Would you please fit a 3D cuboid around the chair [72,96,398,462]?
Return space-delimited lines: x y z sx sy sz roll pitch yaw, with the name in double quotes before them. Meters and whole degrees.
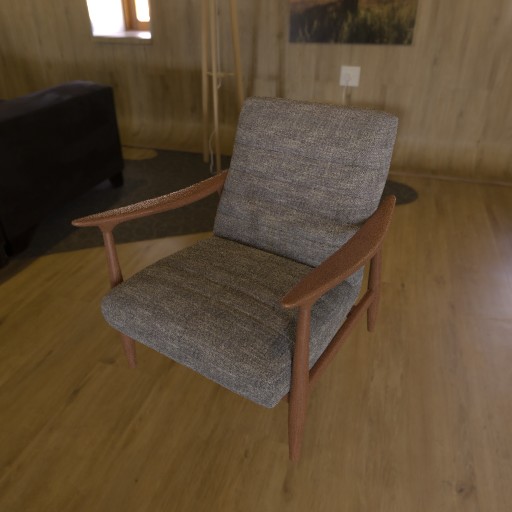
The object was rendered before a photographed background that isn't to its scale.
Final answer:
"chair" 0.000 0.000 1.418 0.741 0.832 0.798 19 35 28
